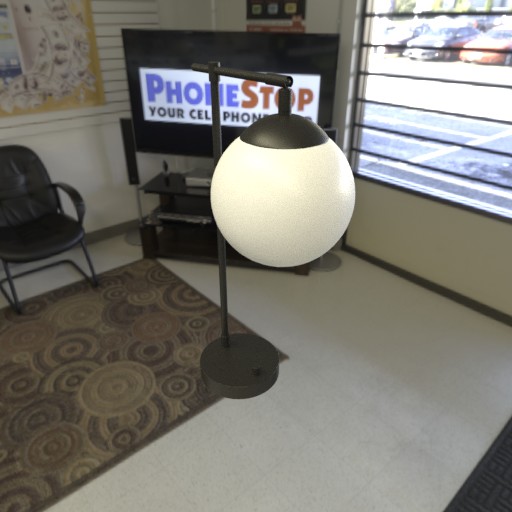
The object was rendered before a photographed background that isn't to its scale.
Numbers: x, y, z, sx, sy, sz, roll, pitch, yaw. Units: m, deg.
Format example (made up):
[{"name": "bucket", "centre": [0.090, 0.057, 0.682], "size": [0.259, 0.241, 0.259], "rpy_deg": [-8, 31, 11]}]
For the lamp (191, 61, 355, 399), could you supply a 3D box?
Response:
[{"name": "lamp", "centre": [0.000, 0.000, 0.711], "size": [0.197, 0.559, 0.316], "rpy_deg": [-20, 34, -33]}]
